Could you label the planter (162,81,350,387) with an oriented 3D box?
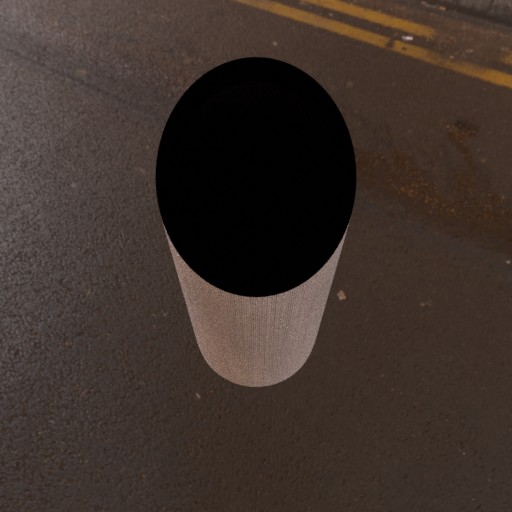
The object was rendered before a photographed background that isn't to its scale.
[{"bbox_3d":[0.000,0.000,0.127,0.045,0.103,0.045,-16,58,-10],"label":"planter"}]
